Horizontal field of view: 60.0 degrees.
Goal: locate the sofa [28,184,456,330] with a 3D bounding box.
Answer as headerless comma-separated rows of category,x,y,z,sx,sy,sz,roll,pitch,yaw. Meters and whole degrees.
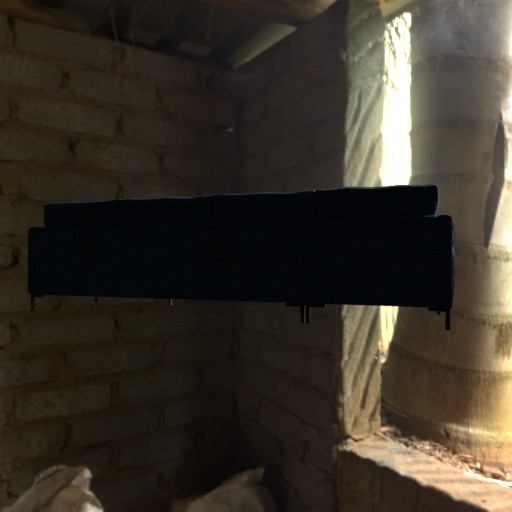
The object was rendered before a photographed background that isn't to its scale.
sofa,0.000,0.000,3.166,2.486,0.687,1.707,0,-1,19
